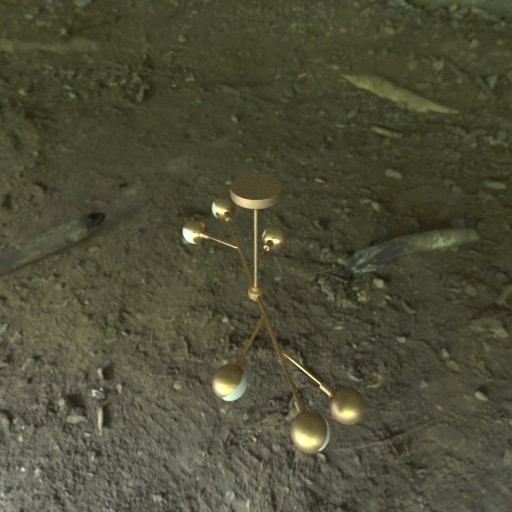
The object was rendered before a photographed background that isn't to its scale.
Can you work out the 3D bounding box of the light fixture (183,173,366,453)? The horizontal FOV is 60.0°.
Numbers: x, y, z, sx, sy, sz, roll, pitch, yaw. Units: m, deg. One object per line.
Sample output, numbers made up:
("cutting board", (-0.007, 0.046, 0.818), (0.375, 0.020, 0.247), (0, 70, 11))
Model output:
("light fixture", (0.000, 0.000, 0.992), (0.434, 0.362, 0.778), (0, 40, 0))
